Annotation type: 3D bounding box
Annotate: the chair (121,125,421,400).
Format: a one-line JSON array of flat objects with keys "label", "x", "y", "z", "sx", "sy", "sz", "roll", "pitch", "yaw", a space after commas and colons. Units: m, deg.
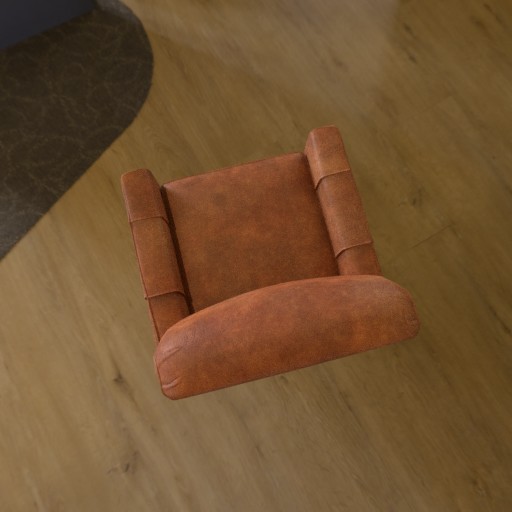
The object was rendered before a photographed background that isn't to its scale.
[{"label": "chair", "x": 0.000, "y": 0.000, "z": 1.664, "sx": 0.843, "sy": 1.043, "sz": 0.836, "roll": -14, "pitch": 77, "yaw": -3}]
